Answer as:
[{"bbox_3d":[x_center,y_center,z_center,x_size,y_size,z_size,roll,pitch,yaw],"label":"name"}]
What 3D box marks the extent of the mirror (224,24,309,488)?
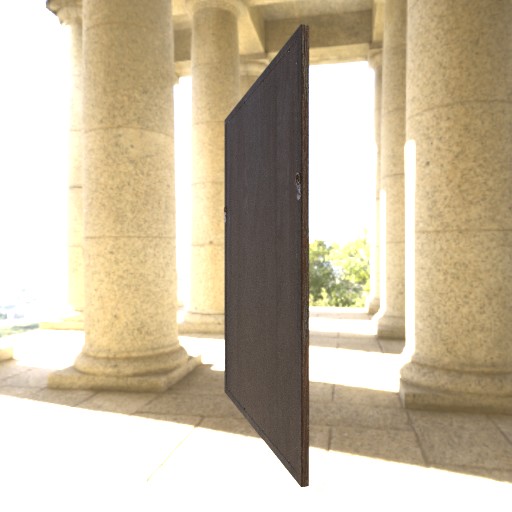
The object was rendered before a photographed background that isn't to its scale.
[{"bbox_3d":[0.000,0.000,1.289,0.025,0.996,0.705,0,0,-18],"label":"mirror"}]
